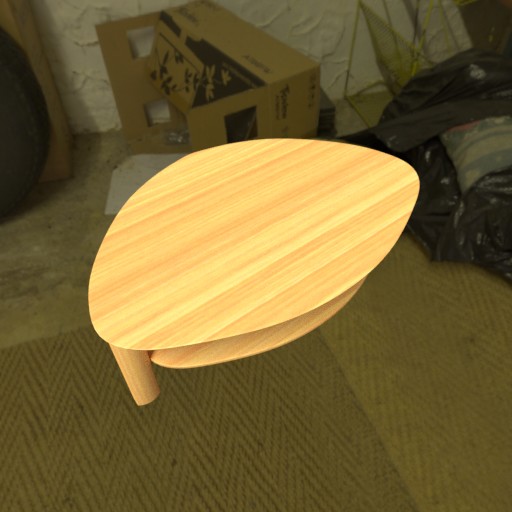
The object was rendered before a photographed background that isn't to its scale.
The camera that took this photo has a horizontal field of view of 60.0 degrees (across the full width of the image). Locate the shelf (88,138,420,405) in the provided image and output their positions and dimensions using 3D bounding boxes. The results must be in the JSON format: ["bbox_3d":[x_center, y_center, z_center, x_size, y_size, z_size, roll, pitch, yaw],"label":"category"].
[{"bbox_3d":[0.000,0.000,1.651,1.246,0.440,0.845,-29,54,-24],"label":"shelf"}]
